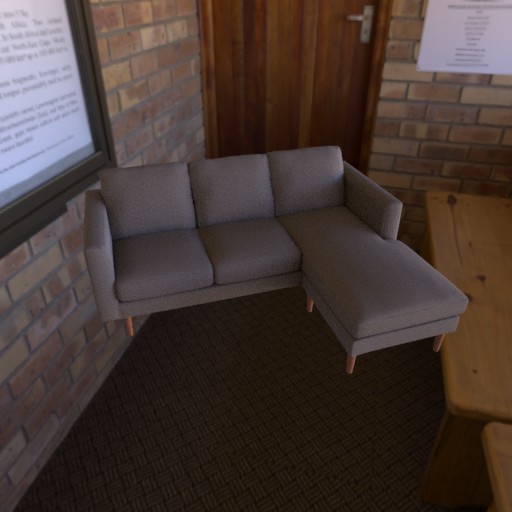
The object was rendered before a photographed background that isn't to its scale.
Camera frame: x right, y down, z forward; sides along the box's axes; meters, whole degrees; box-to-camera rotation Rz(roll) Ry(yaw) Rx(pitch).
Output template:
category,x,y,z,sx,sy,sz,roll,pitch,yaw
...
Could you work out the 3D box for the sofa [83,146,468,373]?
category,x,y,z,sx,sy,sz,roll,pitch,yaw
sofa,0.000,0.000,2.861,2.031,0.897,1.591,-9,33,-15
